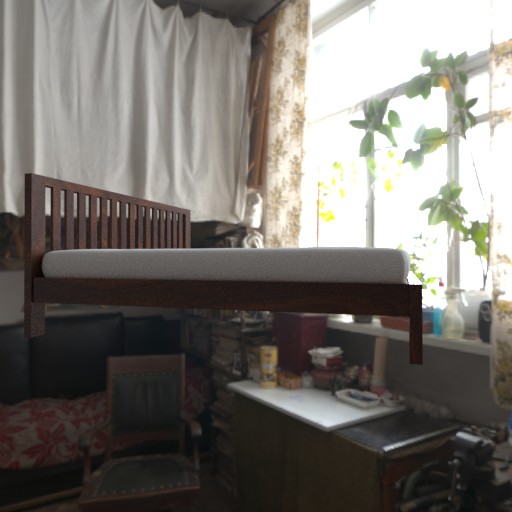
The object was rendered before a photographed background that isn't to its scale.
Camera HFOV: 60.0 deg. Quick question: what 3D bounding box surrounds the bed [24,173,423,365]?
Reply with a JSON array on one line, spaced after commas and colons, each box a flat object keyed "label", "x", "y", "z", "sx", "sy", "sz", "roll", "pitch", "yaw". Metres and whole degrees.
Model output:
[{"label": "bed", "x": 0.000, "y": 0.000, "z": 3.003, "sx": 2.030, "sy": 0.890, "sz": 1.905, "roll": 0, "pitch": 0, "yaw": 18}]
